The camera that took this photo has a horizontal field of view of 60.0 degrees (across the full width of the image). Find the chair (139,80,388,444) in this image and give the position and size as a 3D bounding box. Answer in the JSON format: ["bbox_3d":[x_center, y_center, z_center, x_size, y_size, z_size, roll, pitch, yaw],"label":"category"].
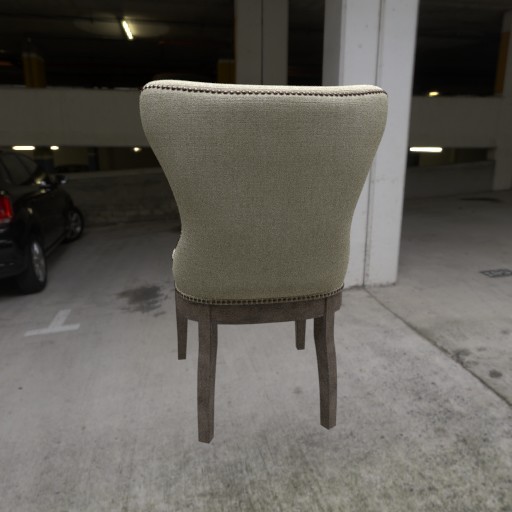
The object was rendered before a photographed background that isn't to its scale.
[{"bbox_3d":[0.000,0.000,1.436,0.654,1.002,0.681,-3,14,-10],"label":"chair"}]
